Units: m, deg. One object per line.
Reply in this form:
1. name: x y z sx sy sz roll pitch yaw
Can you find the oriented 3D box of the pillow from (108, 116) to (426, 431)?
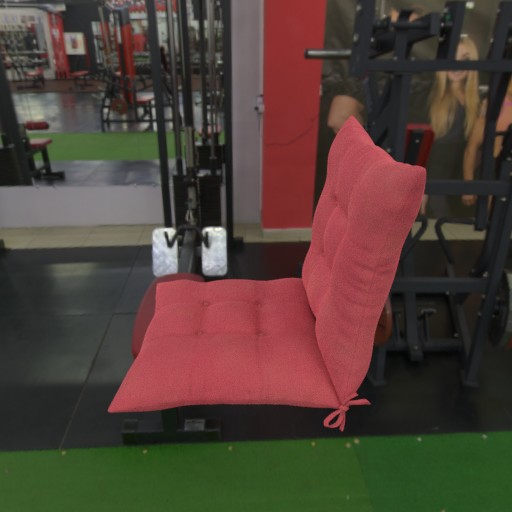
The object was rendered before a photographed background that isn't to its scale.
1. pillow: 0.000 0.000 0.996 0.585 0.536 0.541 0 27 -1
